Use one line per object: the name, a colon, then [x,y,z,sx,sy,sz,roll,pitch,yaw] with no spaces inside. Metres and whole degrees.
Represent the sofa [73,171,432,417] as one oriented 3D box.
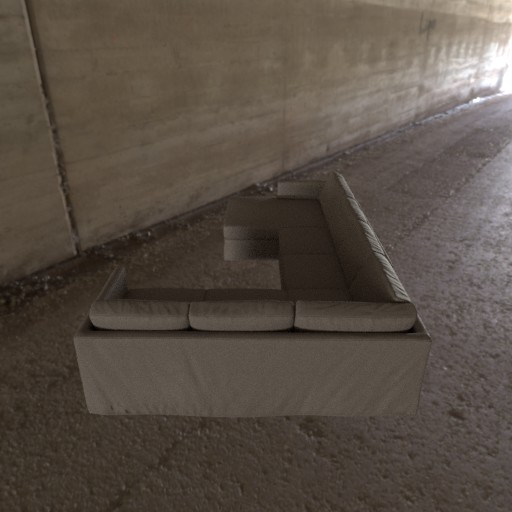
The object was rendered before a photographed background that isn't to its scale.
sofa: [0.000,0.000,4.604,2.476,0.878,3.528,0,27,1]
